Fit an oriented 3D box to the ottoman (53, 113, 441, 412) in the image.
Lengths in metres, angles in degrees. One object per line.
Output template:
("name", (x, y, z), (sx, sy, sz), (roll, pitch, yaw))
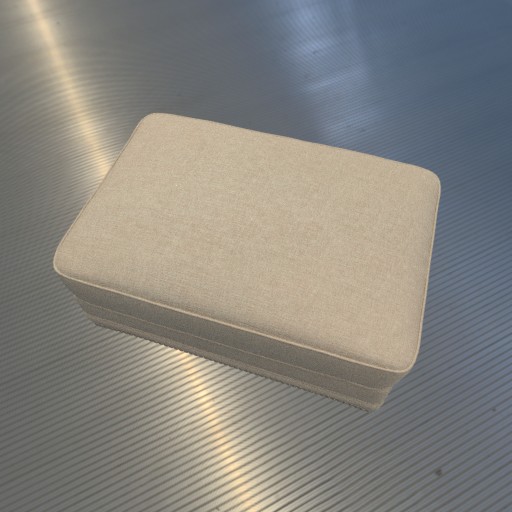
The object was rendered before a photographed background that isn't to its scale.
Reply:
("ottoman", (0.000, 0.000, 1.174), (0.813, 0.458, 0.559), (15, 59, 9))
